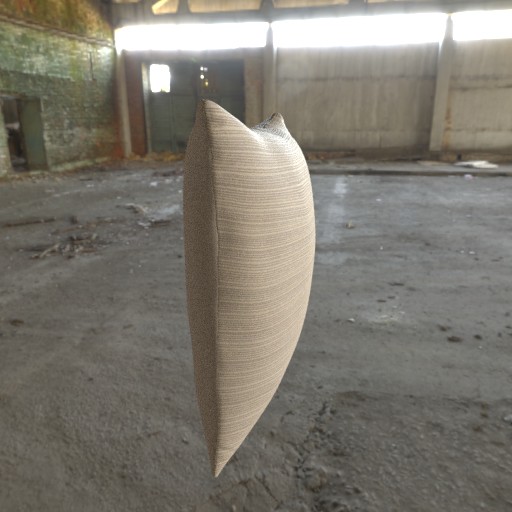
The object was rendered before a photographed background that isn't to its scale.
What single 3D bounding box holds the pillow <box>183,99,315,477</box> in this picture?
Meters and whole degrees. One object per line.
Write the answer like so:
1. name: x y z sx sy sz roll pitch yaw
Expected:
1. pillow: 0.000 0.000 0.778 0.204 0.497 0.512 3 17 11
